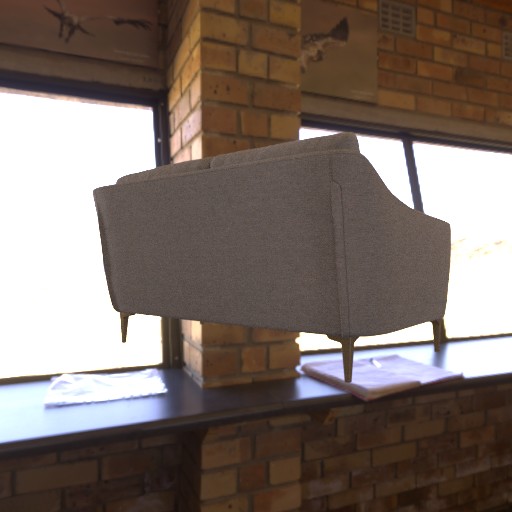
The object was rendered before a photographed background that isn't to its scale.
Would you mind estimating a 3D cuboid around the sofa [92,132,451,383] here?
[{"bbox_3d":[0.000,0.000,2.189,1.619,0.904,0.960,0,-1,36],"label":"sofa"}]
